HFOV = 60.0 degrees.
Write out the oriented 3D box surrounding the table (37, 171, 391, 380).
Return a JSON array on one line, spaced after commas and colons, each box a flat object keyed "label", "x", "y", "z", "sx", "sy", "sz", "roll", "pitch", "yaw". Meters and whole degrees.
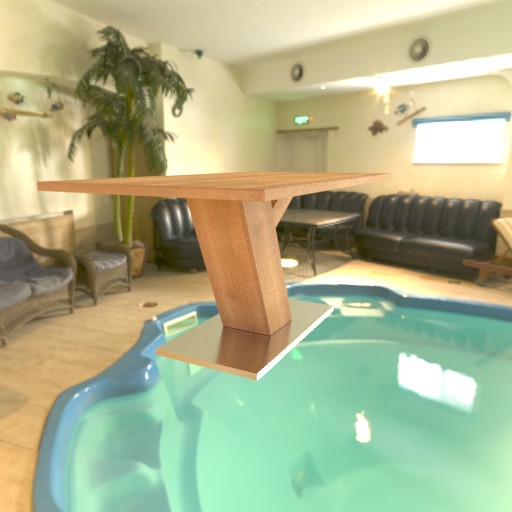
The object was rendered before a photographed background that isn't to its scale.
[{"label": "table", "x": 0.000, "y": 0.000, "z": 2.124, "sx": 0.900, "sy": 0.750, "sz": 1.600, "roll": 6, "pitch": 14, "yaw": 27}]
